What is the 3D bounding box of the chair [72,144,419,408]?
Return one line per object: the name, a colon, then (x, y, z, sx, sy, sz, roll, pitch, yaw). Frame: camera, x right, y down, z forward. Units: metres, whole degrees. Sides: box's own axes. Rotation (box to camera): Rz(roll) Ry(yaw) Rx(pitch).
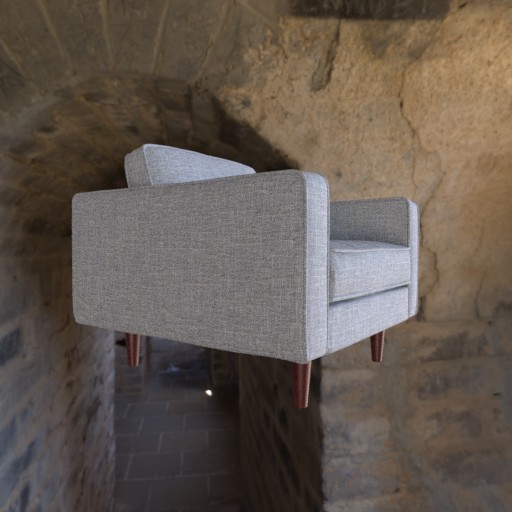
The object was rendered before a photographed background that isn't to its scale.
chair: (0.000, 0.000, 1.567, 0.914, 0.765, 0.889, 1, 2, 36)
